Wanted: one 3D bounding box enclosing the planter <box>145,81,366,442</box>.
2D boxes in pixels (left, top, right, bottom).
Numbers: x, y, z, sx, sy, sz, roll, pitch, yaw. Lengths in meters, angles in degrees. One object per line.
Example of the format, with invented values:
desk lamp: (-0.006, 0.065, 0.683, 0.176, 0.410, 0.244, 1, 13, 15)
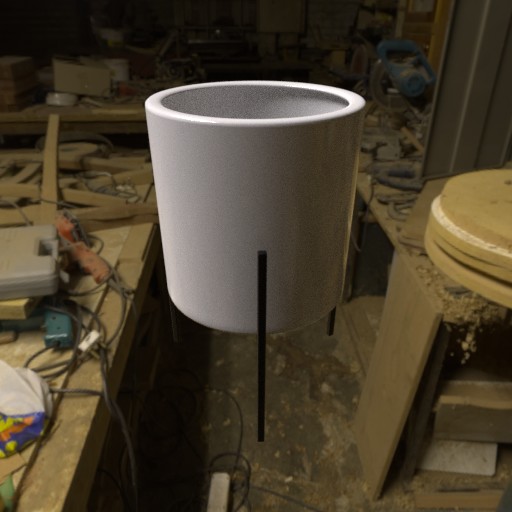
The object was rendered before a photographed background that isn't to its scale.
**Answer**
planter: (0.000, 0.000, 0.523, 0.239, 0.356, 0.239, -1, 30, -2)
